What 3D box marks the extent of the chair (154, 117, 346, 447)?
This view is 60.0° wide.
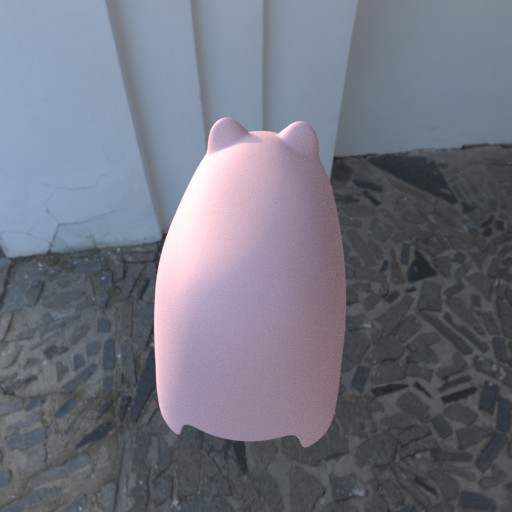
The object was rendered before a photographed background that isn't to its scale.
[{"bbox_3d":[0.000,0.000,0.867,0.364,0.423,0.619,4,47,4],"label":"chair"}]
